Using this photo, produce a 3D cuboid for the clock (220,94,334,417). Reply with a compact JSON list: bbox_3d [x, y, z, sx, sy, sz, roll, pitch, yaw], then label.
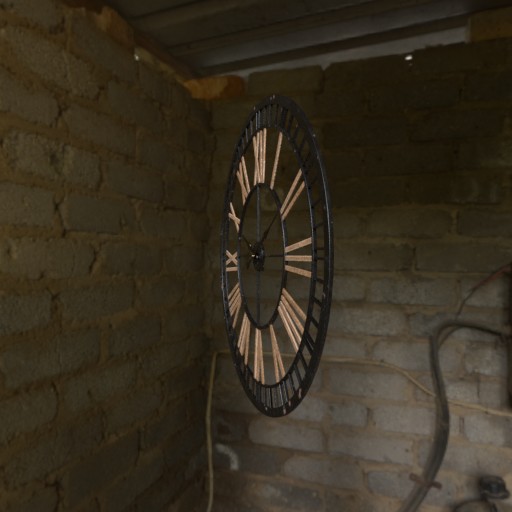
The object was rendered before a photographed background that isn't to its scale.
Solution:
[{"bbox_3d":[0.000,0.000,1.222,0.025,0.843,0.843,0,-1,-19],"label":"clock"}]
